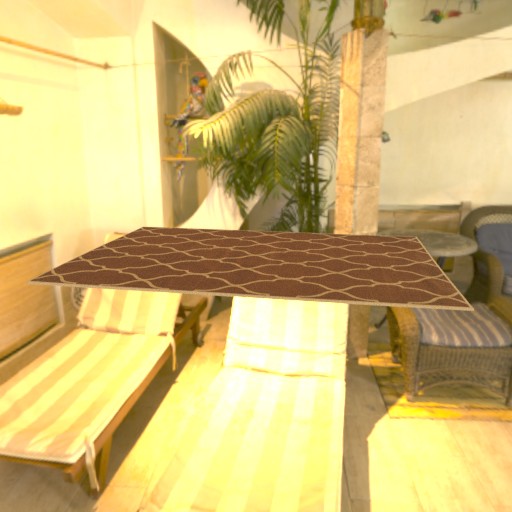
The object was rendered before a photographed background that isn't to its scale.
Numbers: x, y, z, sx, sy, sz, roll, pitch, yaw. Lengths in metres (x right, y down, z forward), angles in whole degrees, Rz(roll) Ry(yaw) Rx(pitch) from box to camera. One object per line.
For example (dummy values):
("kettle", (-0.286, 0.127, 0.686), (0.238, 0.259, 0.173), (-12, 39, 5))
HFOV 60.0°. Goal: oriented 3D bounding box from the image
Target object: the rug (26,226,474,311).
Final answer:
("rug", (0.000, 0.000, 2.934), (2.290, 0.014, 1.526), (3, 16, 9))
